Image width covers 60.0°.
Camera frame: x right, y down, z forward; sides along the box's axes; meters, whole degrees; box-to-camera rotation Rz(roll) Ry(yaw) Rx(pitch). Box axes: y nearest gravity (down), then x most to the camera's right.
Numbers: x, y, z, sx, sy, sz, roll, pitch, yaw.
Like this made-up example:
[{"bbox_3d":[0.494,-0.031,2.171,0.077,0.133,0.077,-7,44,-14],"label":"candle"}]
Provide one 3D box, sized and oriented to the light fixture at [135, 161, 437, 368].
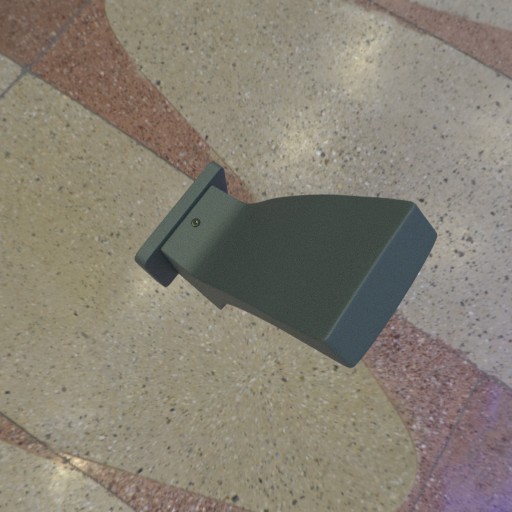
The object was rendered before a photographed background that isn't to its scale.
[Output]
[{"bbox_3d":[0.000,0.000,0.329,0.174,0.243,0.108,35,78,9],"label":"light fixture"}]
